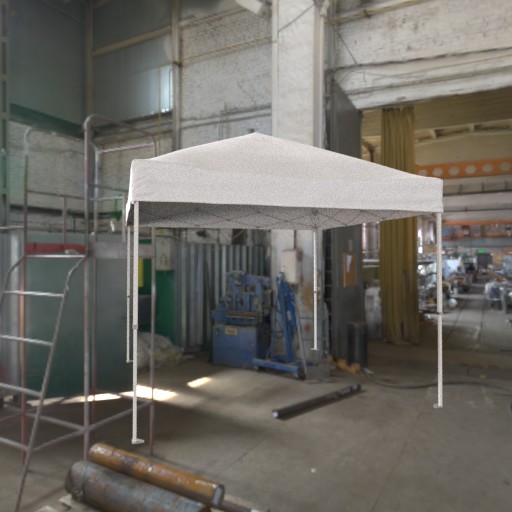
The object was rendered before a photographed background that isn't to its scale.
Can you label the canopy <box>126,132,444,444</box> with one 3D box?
[{"bbox_3d":[0.000,0.000,5.368,2.996,2.997,2.998,0,0,-17],"label":"canopy"}]
